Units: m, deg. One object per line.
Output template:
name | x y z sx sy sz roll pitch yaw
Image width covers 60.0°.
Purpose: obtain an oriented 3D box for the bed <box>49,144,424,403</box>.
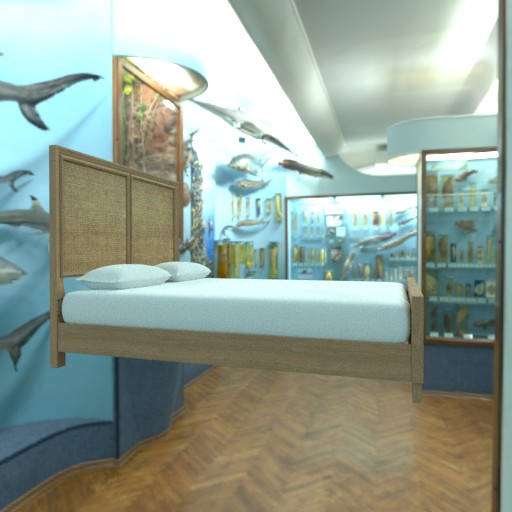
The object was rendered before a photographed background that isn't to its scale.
bed | 0.000 0.000 3.190 2.184 1.387 1.606 0 1 18
